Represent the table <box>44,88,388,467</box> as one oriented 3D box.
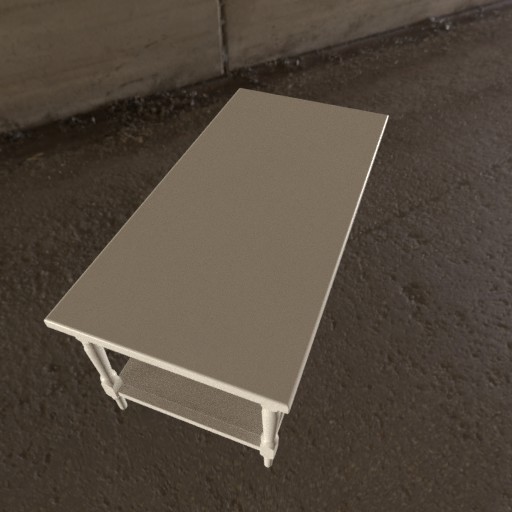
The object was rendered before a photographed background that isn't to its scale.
[{"bbox_3d":[0.000,0.000,1.414,0.550,0.510,1.107,16,49,14],"label":"table"}]
